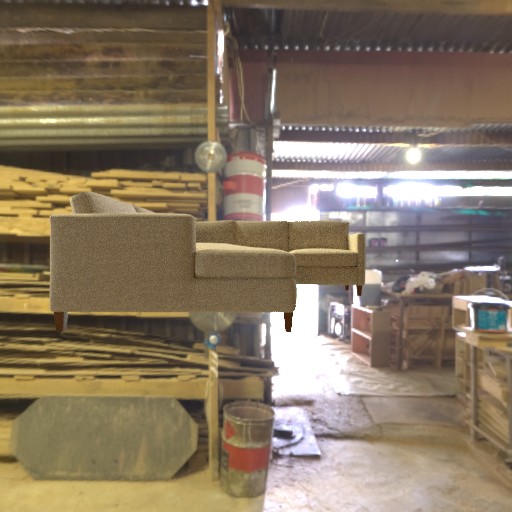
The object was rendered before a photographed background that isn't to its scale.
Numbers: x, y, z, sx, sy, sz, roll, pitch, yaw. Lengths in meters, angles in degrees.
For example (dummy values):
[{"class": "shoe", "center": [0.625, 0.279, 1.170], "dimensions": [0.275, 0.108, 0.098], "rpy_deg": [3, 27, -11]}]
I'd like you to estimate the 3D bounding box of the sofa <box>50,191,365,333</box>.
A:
[{"class": "sofa", "center": [0.000, 0.000, 4.485], "dimensions": [2.594, 0.961, 3.460], "rpy_deg": [0, 0, 2]}]
